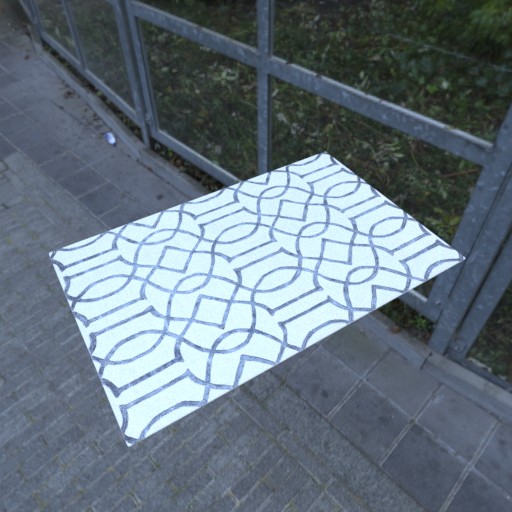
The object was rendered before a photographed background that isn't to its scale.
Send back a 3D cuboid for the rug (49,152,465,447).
[{"bbox_3d":[0.000,0.000,2.983,2.365,0.017,1.521,-24,50,-22],"label":"rug"}]
